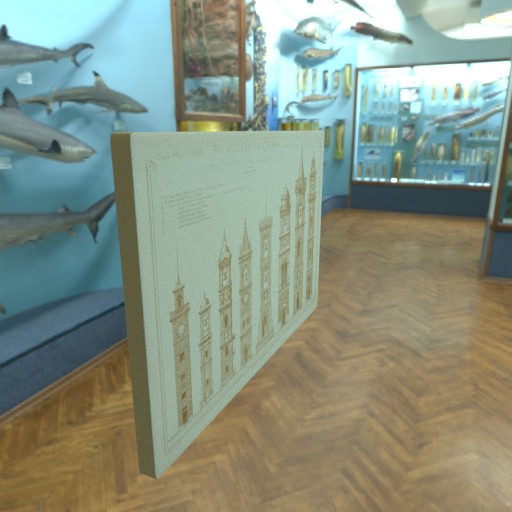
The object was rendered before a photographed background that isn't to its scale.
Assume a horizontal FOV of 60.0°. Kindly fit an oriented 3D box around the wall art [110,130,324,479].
[{"bbox_3d":[0.000,0.000,0.468,0.019,0.254,0.380,8,18,25],"label":"wall art"}]
